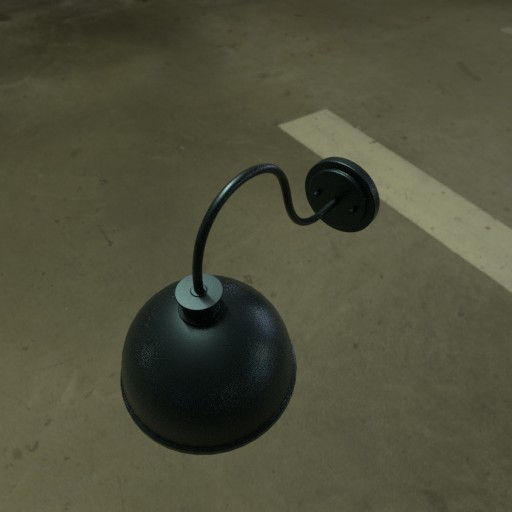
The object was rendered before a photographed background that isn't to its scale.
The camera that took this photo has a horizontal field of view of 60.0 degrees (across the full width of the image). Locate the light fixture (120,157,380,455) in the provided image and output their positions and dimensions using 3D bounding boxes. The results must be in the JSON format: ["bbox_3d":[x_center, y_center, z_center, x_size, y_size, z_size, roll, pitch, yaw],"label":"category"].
[{"bbox_3d":[0.000,0.000,0.602,0.253,0.295,0.467,30,53,26],"label":"light fixture"}]
